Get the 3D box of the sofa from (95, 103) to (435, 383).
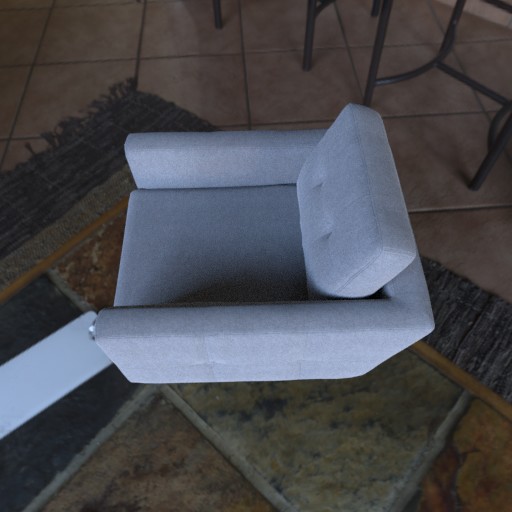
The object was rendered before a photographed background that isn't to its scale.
[{"bbox_3d":[0.000,0.000,1.512,0.920,0.860,0.770,-2,59,-1],"label":"sofa"}]
